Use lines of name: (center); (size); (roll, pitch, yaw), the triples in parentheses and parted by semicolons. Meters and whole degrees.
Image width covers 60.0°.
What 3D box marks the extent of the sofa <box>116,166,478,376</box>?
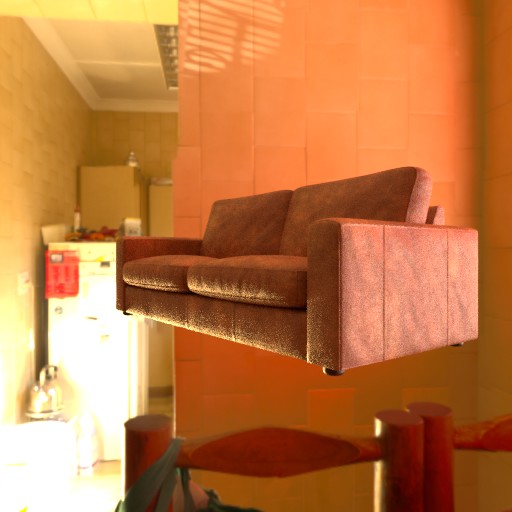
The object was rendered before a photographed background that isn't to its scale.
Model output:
sofa: (0.000, 0.000, 2.668); (1.016, 0.873, 2.179); (0, 0, -37)
